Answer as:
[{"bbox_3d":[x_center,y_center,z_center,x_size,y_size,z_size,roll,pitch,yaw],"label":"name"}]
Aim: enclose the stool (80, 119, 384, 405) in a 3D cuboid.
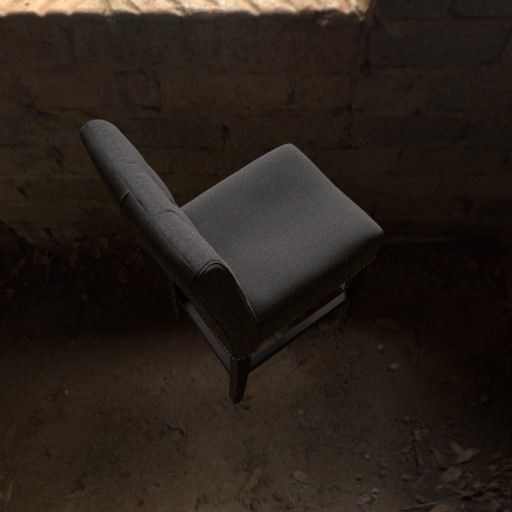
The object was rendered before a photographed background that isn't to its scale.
[{"bbox_3d":[0.000,0.000,1.193,0.571,0.885,0.427,-31,63,-18],"label":"stool"}]
